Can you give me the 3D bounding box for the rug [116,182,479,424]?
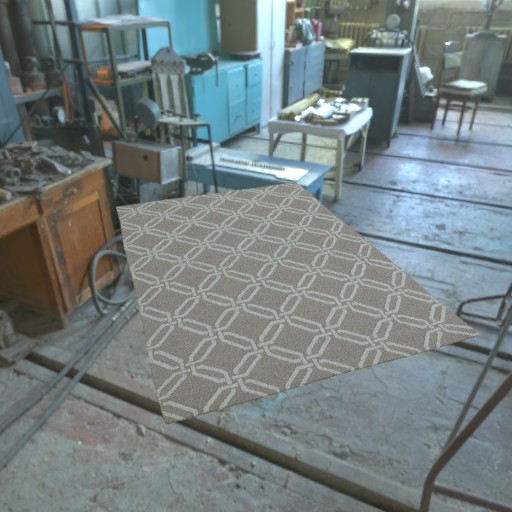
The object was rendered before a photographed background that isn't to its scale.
[{"bbox_3d":[0.000,0.000,2.758,1.524,0.013,2.135,-11,32,-17],"label":"rug"}]
